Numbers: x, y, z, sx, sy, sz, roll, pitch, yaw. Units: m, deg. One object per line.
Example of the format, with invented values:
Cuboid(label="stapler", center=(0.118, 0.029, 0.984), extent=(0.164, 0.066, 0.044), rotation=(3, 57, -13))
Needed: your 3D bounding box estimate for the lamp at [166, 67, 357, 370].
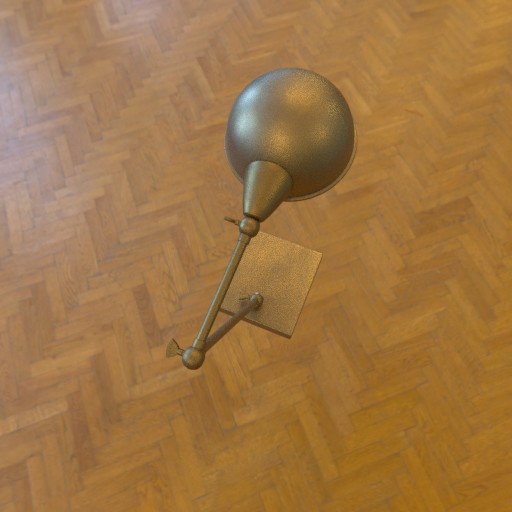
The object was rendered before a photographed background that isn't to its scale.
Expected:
Cuboid(label="lamp", center=(0.000, 0.000, 0.554), extent=(0.149, 0.371, 0.339), rotation=(20, 65, 10))
